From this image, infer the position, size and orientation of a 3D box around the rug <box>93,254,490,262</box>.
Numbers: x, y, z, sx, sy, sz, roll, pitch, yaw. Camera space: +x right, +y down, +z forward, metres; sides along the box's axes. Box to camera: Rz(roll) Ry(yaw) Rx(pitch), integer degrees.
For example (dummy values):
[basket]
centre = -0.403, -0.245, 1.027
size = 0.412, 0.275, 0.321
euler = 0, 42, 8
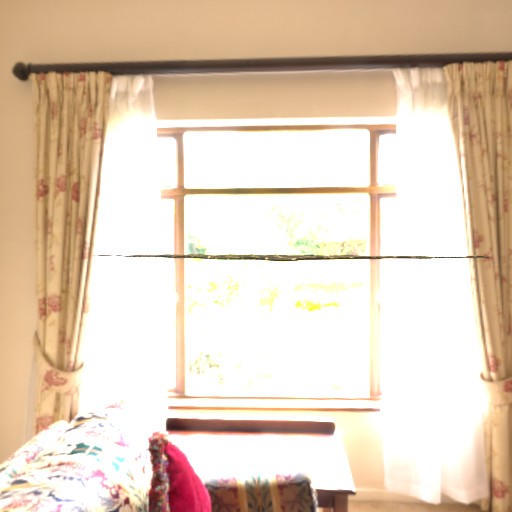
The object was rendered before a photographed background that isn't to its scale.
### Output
[rug]
centre = 0.000, 0.000, 3.073
size = 1.529, 0.017, 2.448
euler = 0, 1, -36
